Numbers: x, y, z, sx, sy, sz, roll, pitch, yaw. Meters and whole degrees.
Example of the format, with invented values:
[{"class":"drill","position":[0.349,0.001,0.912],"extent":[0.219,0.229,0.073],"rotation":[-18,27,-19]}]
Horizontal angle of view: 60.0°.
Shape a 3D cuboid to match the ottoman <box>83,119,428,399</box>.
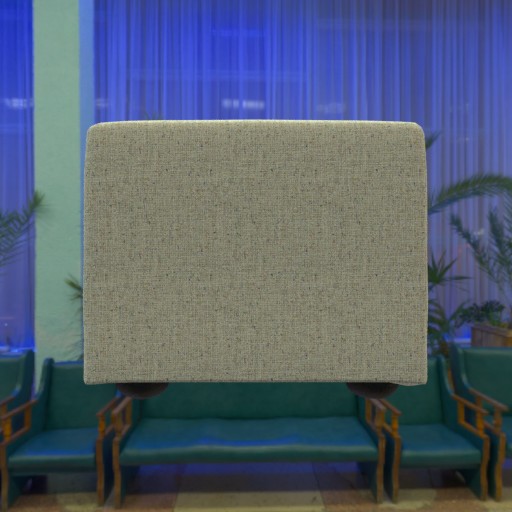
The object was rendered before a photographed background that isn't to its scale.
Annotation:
[{"class":"ottoman","position":[0.000,0.000,0.900],"extent":[0.521,0.453,0.512],"rotation":[0,0,0]}]
